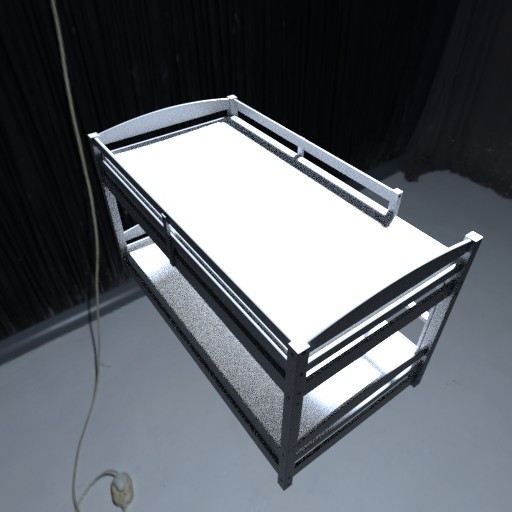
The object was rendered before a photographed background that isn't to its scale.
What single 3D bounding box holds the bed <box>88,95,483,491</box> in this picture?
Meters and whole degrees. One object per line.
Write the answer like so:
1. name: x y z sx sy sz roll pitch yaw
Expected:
1. bed: 0.000 0.000 2.722 1.105 1.206 2.013 -26 47 -26
